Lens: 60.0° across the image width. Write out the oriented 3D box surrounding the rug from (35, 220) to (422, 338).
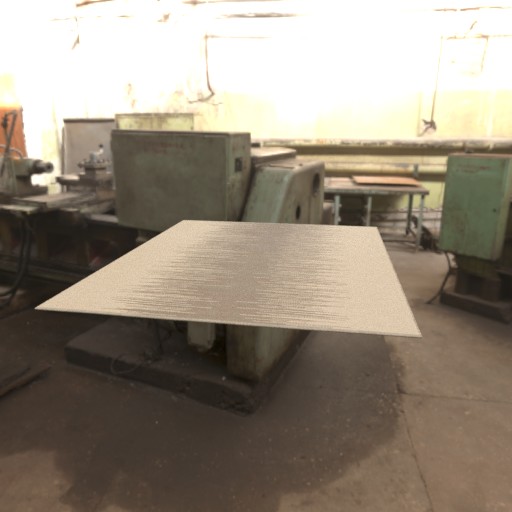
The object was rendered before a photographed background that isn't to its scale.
[{"bbox_3d":[0.000,0.000,4.155,2.453,0.010,3.037,3,16,10],"label":"rug"}]
